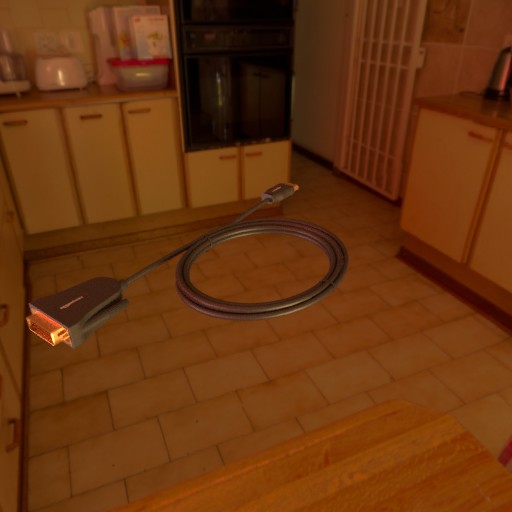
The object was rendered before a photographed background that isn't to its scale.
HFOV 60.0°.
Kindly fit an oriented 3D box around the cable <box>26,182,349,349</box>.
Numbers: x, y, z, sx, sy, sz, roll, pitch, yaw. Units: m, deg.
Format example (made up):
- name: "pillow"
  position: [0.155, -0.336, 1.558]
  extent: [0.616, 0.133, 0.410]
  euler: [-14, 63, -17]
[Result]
- name: "cable"
  position: [0.000, 0.000, 0.323]
  extent: [0.136, 0.015, 0.281]
  euler: [20, 35, 31]
